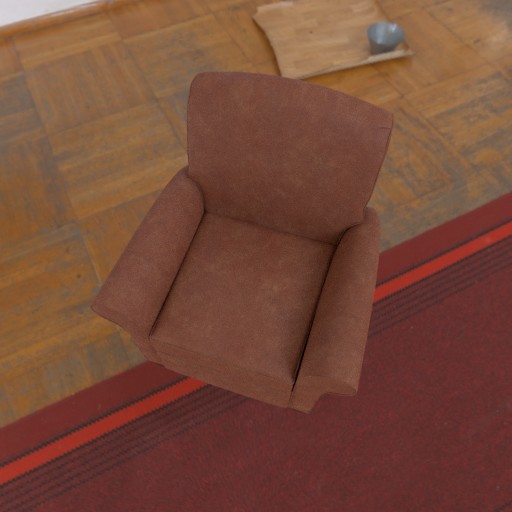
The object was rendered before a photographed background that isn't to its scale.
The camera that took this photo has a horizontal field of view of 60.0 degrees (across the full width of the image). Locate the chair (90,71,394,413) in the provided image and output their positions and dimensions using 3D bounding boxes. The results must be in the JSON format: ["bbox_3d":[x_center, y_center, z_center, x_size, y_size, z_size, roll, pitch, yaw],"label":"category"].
[{"bbox_3d":[0.000,0.000,1.793,0.978,1.061,0.902,16,60,9],"label":"chair"}]
